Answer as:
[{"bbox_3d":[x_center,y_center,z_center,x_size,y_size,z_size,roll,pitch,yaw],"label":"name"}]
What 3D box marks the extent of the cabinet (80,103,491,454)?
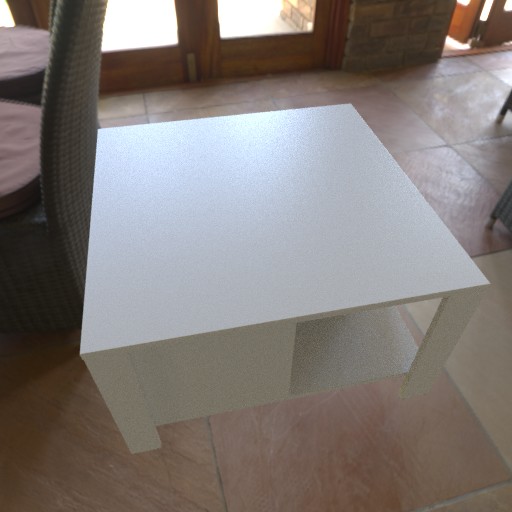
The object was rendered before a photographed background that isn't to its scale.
[{"bbox_3d":[0.000,0.000,1.273,0.800,0.460,0.800,-8,46,-8],"label":"cabinet"}]
